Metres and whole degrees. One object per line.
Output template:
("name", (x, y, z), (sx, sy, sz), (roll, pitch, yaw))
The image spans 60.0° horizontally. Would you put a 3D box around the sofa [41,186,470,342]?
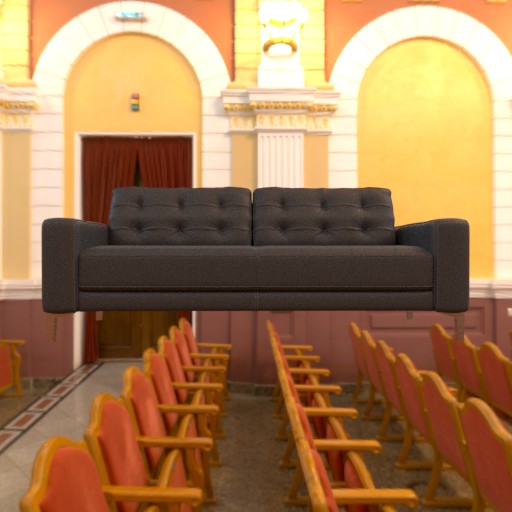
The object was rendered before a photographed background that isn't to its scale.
("sofa", (0.000, 0.000, 2.713), (2.275, 0.893, 0.833), (0, 1, -1))
